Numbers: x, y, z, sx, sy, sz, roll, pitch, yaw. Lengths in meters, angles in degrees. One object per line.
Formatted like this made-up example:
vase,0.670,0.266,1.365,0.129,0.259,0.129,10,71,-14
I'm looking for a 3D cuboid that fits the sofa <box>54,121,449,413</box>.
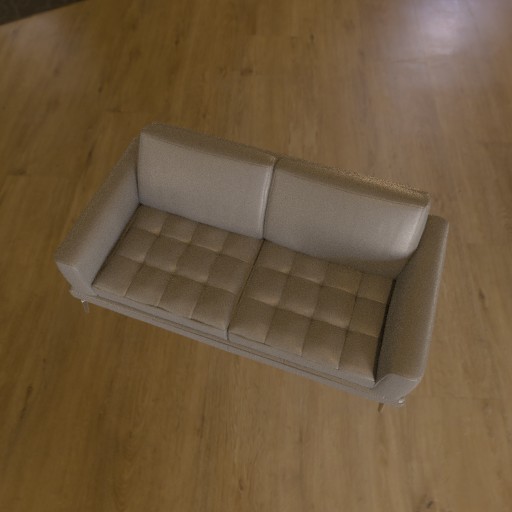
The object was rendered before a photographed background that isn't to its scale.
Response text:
sofa,0.000,0.000,2.734,2.177,0.930,1.121,17,60,10
